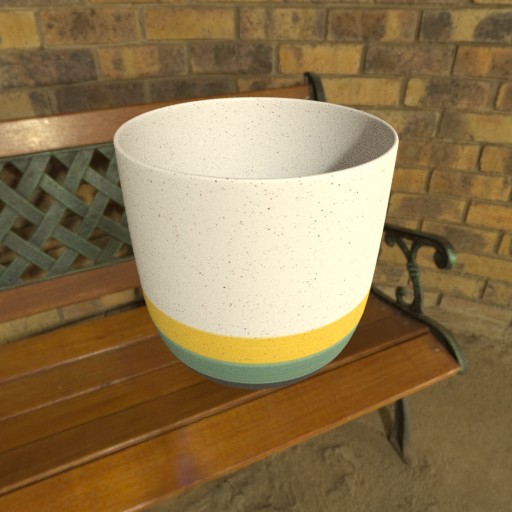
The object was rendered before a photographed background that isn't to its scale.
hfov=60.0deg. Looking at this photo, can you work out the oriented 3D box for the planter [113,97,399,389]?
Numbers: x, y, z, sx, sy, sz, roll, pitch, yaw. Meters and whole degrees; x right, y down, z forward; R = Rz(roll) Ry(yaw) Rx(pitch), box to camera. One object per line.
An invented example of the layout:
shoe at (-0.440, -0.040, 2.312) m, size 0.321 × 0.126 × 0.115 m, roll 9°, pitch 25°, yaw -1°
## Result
planter at (0.000, 0.000, 0.369) m, size 0.195 × 0.214 × 0.195 m, roll 0°, pitch 32°, yaw 0°
